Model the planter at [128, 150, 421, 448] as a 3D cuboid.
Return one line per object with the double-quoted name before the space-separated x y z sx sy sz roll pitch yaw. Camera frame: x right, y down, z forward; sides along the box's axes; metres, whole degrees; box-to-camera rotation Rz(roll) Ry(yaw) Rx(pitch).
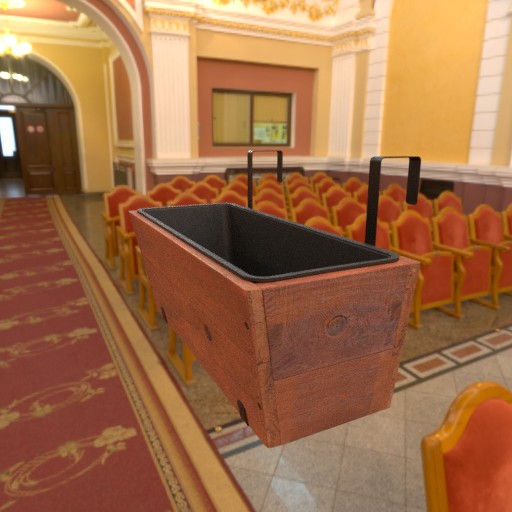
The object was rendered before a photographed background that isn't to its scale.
"planter" 0.000 0.000 0.643 0.262 0.289 0.480 -7 16 -26
